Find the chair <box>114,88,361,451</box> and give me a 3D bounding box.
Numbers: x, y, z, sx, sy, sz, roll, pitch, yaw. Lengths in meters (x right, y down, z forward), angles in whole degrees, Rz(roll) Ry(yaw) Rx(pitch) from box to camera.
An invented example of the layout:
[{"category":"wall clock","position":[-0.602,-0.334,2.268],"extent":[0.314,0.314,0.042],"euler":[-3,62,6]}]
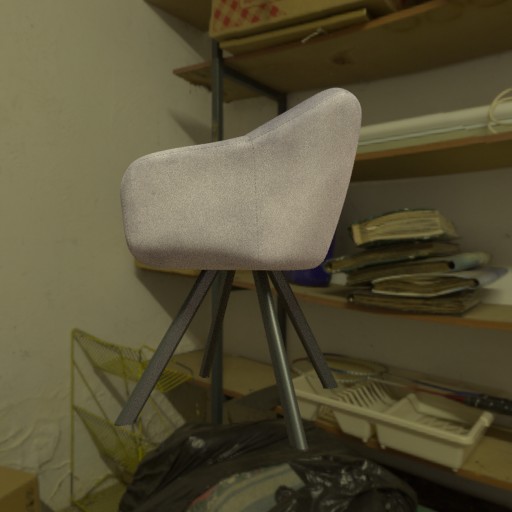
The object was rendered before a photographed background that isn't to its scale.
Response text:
[{"category":"chair","position":[0.000,0.000,1.164],"extent":[0.540,0.780,0.570],"euler":[0,0,18]}]
